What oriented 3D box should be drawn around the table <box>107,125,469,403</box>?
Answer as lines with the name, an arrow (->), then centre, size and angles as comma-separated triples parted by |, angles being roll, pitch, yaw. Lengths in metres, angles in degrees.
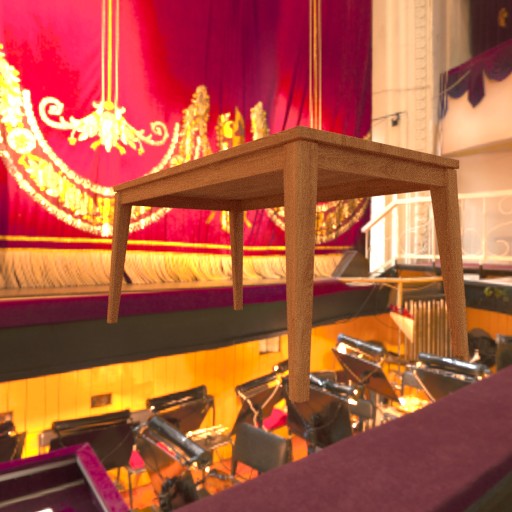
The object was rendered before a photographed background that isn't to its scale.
table -> 0.000, 0.000, 2.100 | 0.900, 0.760, 1.600 | -1, 2, -37
